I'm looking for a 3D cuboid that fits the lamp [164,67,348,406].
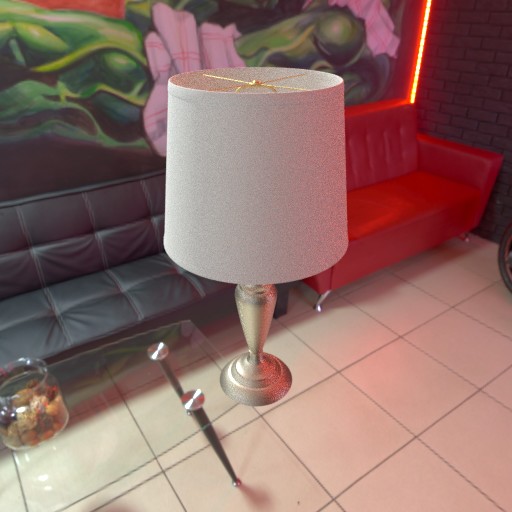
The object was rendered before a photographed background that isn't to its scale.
[{"bbox_3d":[0.000,0.000,0.823,0.328,0.619,0.328,0,30,0],"label":"lamp"}]
